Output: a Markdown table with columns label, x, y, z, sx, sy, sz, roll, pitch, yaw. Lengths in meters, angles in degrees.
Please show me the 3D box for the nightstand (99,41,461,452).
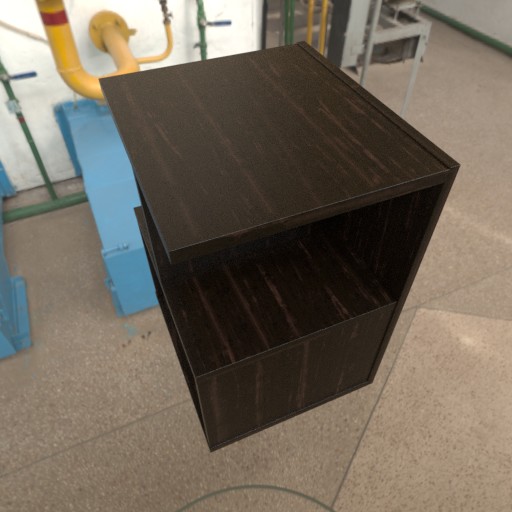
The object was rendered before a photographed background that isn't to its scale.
| label | x | y | z | sx | sy | sz | roll | pitch | yaw |
| --- | --- | --- | --- | --- | --- | --- | --- | --- | --- |
| nightstand | 0.000 | 0.000 | 0.805 | 0.356 | 0.559 | 0.400 | -17 | 49 | -16 |
